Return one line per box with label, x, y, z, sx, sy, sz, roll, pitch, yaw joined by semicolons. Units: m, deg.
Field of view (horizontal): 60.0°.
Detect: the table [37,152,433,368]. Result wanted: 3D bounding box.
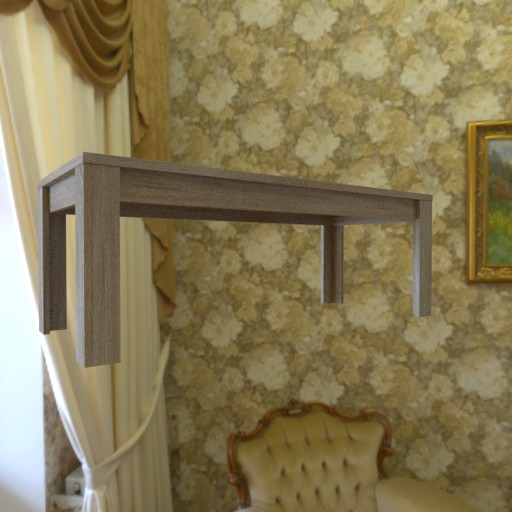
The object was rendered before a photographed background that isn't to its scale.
table;0.000;0.000;2.625;2.200;0.790;0.900;-1;1;-36
